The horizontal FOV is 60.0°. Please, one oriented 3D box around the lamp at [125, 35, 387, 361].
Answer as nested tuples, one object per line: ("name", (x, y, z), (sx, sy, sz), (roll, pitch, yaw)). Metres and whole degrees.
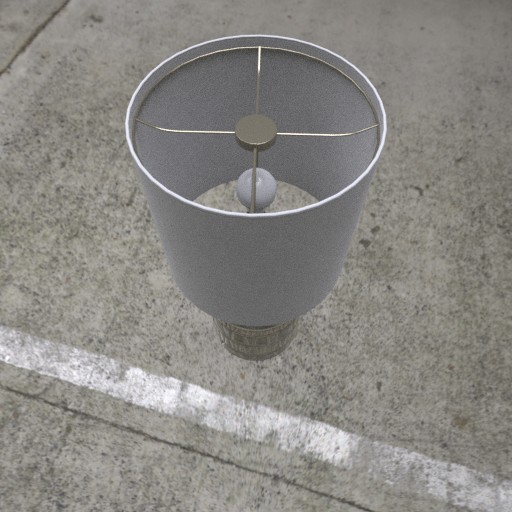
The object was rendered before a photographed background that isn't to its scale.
("lamp", (0.000, 0.000, 0.556), (0.211, 0.455, 0.211), (14, 60, 8))
